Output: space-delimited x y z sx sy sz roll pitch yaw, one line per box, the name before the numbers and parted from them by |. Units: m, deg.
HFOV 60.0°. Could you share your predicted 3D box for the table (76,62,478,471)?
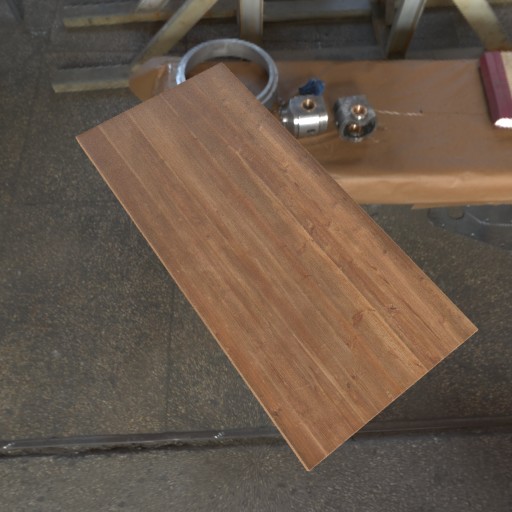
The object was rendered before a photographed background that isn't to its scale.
table | 0.000 0.000 2.506 0.952 0.760 2.003 -33 69 -14
